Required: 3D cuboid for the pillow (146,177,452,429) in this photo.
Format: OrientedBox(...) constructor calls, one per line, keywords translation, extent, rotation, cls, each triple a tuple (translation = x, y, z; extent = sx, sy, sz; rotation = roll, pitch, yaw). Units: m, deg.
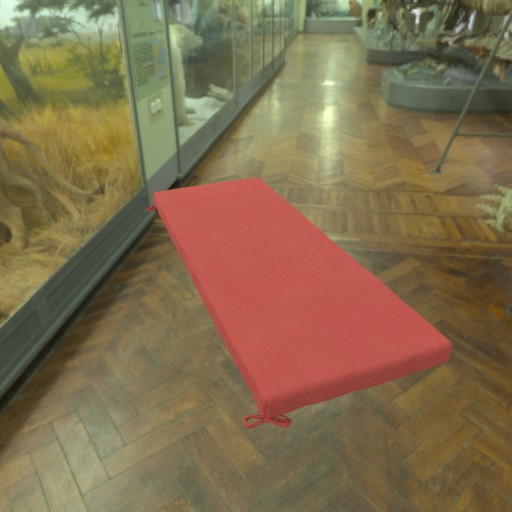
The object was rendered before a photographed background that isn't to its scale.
OrientedBox(translation=(0.000, 0.000, 1.367), extent=(0.492, 0.081, 1.187), rotation=(-11, 32, -19), cls="pillow")
